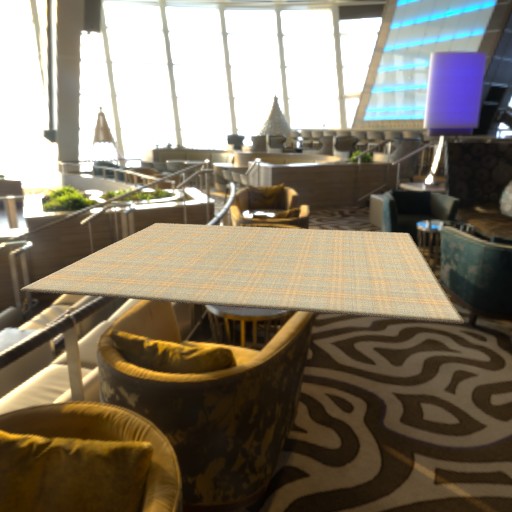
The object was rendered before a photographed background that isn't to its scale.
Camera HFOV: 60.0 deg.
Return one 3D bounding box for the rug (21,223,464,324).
[{"bbox_3d":[0.000,0.000,4.132,3.066,0.030,2.462,3,16,10],"label":"rug"}]
